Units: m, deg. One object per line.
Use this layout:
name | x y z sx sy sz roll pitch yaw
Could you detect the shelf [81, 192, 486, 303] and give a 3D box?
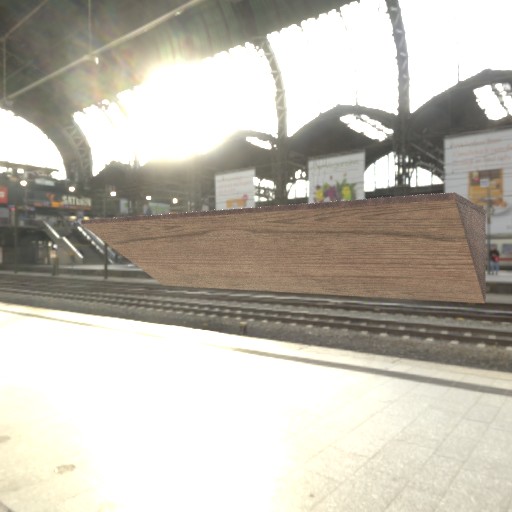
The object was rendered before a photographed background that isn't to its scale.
shelf | 0.000 0.000 0.685 0.610 0.125 0.200 0 0 35
